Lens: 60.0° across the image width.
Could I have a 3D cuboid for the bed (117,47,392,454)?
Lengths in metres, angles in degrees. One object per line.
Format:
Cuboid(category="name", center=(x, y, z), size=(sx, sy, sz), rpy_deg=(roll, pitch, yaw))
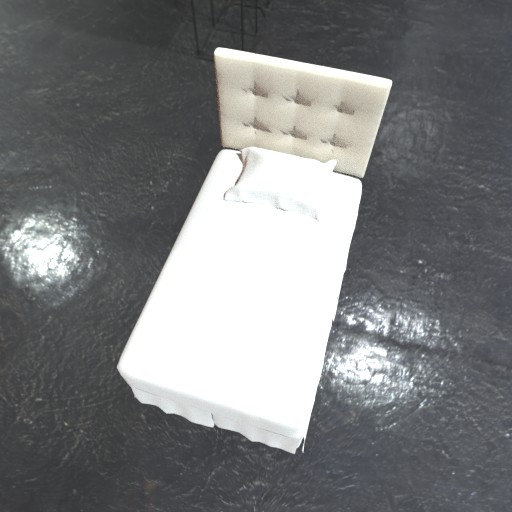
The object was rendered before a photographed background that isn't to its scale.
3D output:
Cuboid(category="bed", center=(0.000, 0.000, 2.940), size=(1.261, 1.571, 1.997), rpy_deg=(15, 60, 9))
